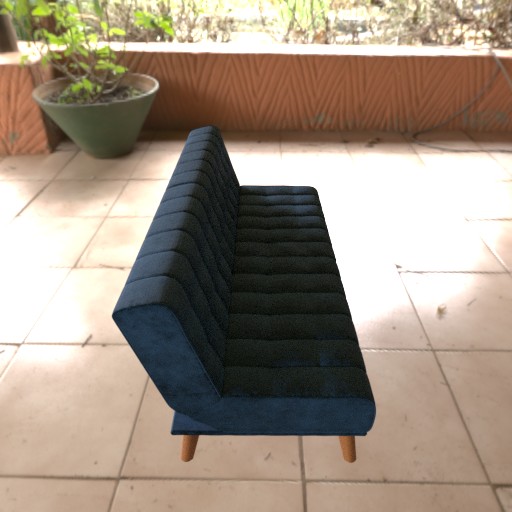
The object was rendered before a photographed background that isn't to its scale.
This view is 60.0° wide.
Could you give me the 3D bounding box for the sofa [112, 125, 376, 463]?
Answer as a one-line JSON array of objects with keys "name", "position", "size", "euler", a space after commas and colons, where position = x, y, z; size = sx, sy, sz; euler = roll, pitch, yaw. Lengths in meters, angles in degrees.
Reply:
[{"name": "sofa", "position": [0.000, 0.000, 2.269], "size": [0.855, 0.813, 1.804], "euler": [0, 33, 0]}]
